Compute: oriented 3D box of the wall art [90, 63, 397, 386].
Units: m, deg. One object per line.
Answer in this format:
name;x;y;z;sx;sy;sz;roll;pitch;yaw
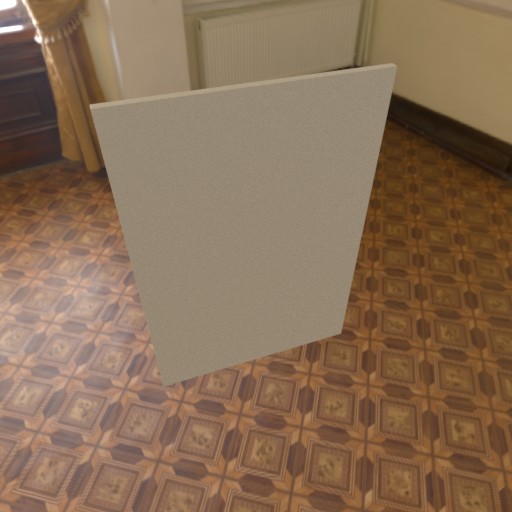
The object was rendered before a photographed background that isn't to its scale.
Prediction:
wall art;0.000;0.000;0.609;0.325;0.474;0.010;-13;44;-14
